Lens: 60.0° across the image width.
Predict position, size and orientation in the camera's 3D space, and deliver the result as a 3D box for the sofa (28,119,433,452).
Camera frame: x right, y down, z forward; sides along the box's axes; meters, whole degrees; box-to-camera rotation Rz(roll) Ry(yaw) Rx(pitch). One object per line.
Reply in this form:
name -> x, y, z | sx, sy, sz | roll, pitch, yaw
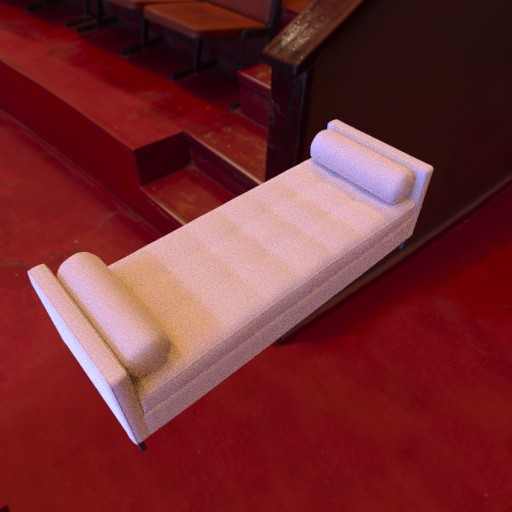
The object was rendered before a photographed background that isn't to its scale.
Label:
sofa -> 0.000, 0.000, 2.364 | 1.985, 0.641, 0.746 | -32, 53, -28
